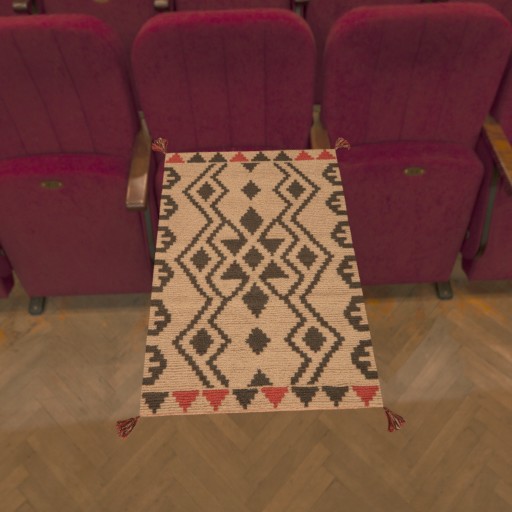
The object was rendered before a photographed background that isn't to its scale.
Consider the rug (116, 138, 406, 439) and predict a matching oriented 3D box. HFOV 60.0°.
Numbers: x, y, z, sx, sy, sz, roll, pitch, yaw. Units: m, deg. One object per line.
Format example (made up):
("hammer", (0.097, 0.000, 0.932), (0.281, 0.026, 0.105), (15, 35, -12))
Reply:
("rug", (0.000, 0.000, 2.686), (1.444, 0.067, 2.069), (-2, 57, -1))
